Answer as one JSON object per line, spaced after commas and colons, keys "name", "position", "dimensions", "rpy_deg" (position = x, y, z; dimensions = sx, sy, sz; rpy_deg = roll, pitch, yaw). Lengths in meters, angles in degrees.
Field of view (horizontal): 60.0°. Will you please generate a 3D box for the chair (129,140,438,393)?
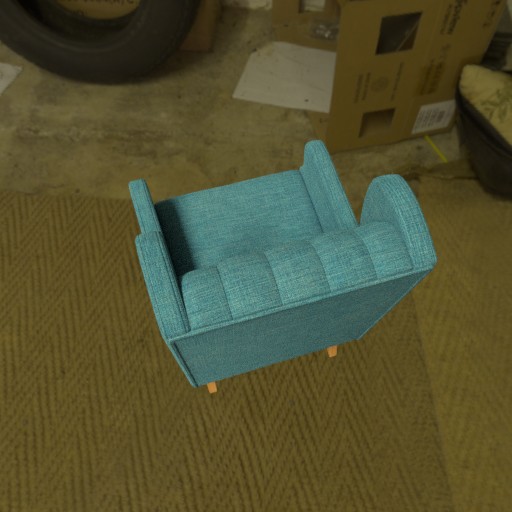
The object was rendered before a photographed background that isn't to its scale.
{"name": "chair", "position": [0.000, 0.000, 1.494], "dimensions": [0.711, 0.952, 0.775], "rpy_deg": [-14, 60, -9]}
